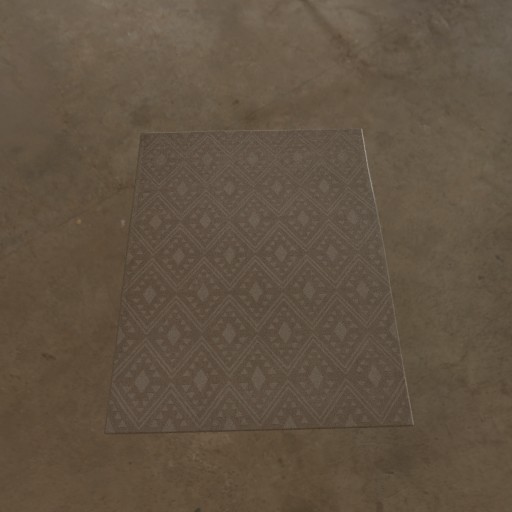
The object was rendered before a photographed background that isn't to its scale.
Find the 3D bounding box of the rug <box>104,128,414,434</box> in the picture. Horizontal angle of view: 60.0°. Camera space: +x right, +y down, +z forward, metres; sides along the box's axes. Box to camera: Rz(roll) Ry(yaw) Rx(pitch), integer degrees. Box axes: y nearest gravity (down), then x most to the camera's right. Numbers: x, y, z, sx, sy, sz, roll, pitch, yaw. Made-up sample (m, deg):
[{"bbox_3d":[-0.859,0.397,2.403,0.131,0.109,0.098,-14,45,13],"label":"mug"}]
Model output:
[{"bbox_3d":[0.000,0.000,4.090,2.399,0.054,3.011,-1,63,-1],"label":"rug"}]
